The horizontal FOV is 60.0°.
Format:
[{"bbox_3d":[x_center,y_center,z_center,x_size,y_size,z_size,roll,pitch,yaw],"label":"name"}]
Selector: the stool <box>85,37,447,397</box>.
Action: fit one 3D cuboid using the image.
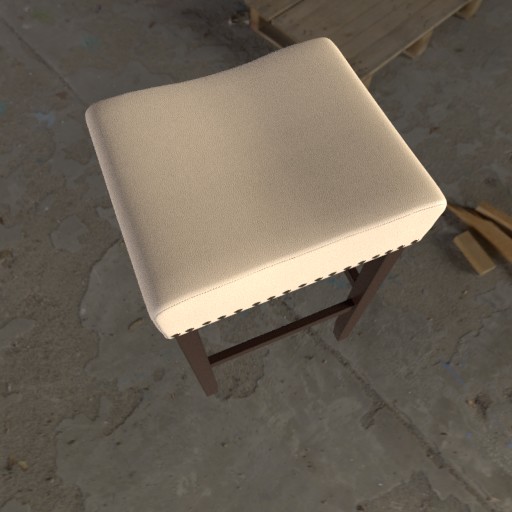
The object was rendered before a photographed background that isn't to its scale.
[{"bbox_3d":[0.000,0.000,1.027,0.471,0.762,0.401,-20,65,-10],"label":"stool"}]
